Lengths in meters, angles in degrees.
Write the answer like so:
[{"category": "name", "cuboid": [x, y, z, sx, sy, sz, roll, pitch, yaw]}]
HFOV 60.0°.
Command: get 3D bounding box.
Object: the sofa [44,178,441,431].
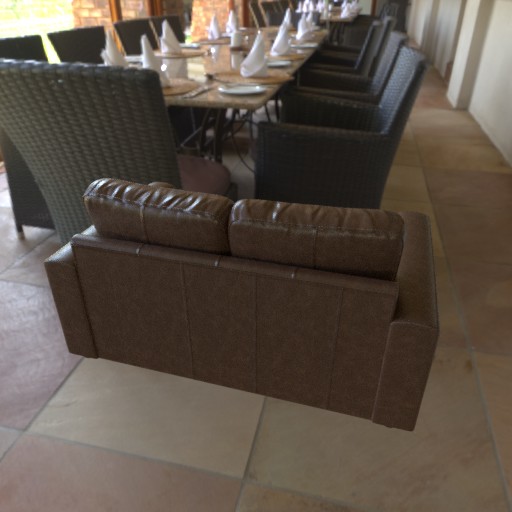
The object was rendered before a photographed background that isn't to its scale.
[{"category": "sofa", "cuboid": [0.000, 0.000, 2.175, 1.616, 0.873, 1.016, 9, 32, 14]}]
